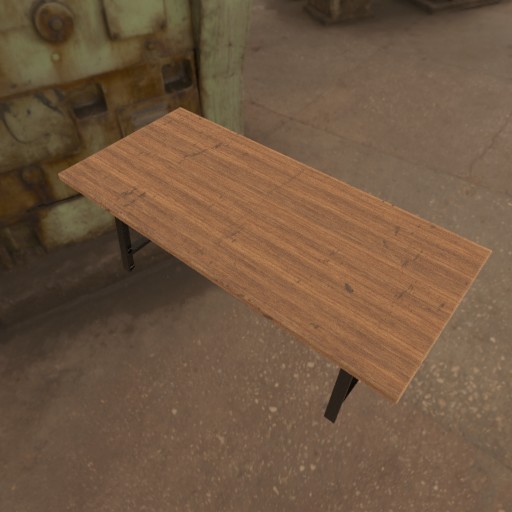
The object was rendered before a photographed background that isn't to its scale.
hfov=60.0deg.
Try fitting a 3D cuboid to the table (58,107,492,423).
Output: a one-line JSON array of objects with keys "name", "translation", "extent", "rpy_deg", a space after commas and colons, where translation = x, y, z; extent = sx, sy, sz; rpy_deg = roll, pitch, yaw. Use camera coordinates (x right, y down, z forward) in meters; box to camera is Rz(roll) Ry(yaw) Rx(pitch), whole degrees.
[{"name": "table", "translation": [0.000, 0.000, 2.676], "extent": [2.200, 0.757, 1.000], "rpy_deg": [31, 55, 25]}]
